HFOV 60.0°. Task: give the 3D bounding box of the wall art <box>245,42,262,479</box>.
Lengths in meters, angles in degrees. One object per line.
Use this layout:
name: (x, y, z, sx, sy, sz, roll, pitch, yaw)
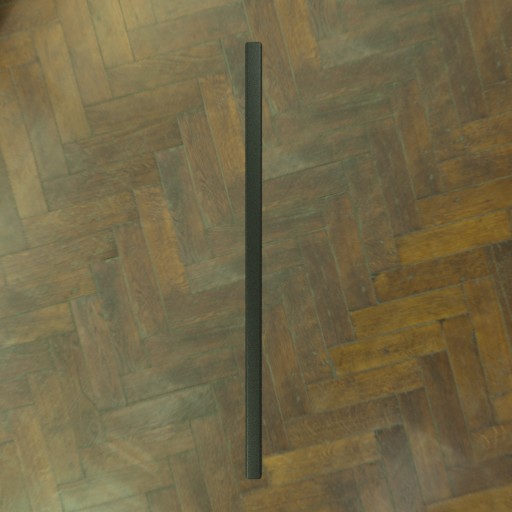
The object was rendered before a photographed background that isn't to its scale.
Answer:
wall art: (0.000, 0.000, 0.777, 0.018, 0.582, 0.481, 0, 92, 1)
